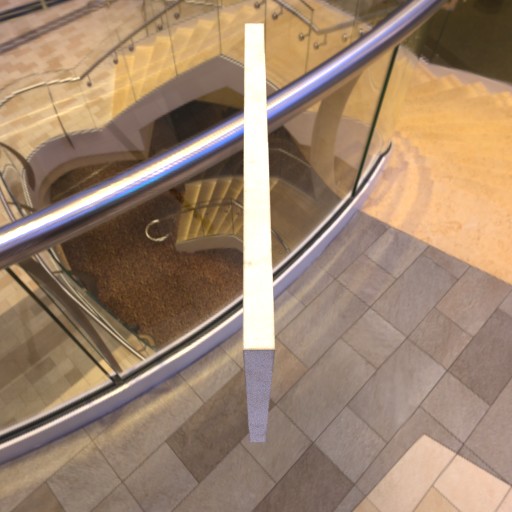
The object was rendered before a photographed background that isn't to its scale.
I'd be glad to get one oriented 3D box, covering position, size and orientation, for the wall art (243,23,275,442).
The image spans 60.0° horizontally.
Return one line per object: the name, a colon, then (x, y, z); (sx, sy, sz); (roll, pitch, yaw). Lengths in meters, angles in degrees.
wall art: (0.000, 0.000, 0.747); (0.029, 0.506, 0.508); (-1, 59, 0)
